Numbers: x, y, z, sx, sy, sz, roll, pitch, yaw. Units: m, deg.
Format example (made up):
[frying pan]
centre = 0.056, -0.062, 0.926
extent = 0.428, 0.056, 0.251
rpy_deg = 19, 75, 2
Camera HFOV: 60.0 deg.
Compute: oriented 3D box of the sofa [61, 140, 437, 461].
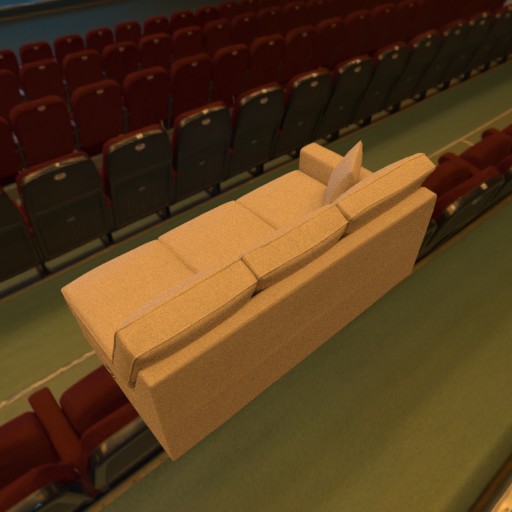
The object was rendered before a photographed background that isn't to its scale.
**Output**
[sofa]
centre = 0.000, 0.000, 2.575
extent = 1.962, 0.946, 1.034
rpy_deg = -31, 52, -28
